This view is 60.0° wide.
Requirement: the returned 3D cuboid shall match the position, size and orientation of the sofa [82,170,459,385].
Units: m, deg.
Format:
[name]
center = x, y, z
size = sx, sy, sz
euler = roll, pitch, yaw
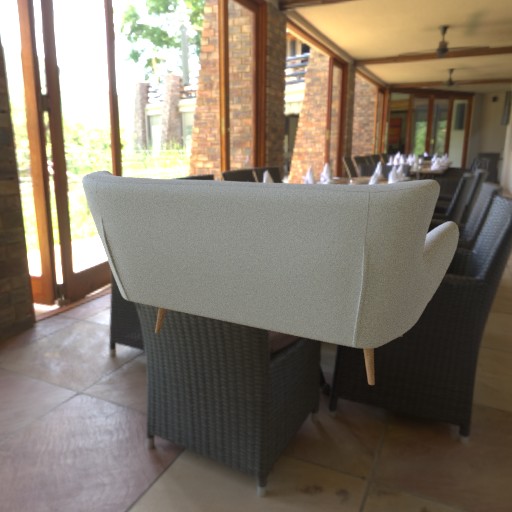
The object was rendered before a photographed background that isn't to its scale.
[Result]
[sofa]
center = 0.000, 0.000, 2.392
size = 1.930, 0.890, 0.899
euler = 7, 15, 27
